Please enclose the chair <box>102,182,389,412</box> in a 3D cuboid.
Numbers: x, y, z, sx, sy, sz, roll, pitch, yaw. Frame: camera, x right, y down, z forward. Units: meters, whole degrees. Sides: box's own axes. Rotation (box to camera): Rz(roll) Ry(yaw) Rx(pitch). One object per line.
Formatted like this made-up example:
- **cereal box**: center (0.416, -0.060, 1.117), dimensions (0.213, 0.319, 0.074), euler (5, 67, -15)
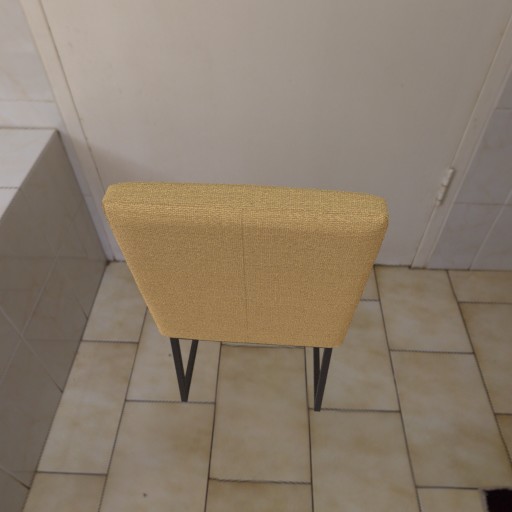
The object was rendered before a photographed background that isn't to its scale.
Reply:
- **chair**: center (0.000, 0.000, 1.299), dimensions (0.520, 0.930, 0.634), euler (3, 48, 3)
